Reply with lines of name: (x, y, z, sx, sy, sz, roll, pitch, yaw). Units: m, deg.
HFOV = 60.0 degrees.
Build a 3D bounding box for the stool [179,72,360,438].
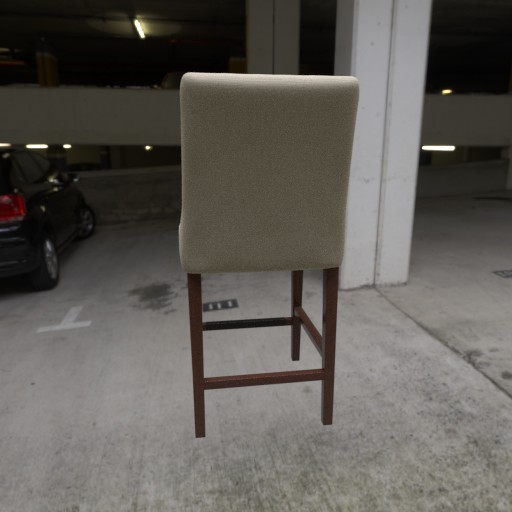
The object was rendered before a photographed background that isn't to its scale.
stool: (0.000, 0.000, 1.370, 0.470, 0.981, 0.577, -2, 15, -9)
